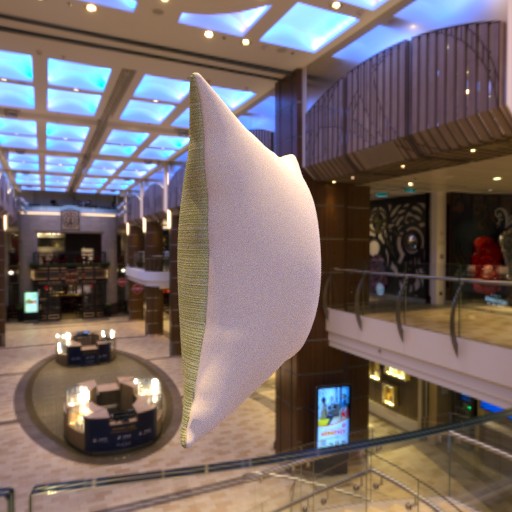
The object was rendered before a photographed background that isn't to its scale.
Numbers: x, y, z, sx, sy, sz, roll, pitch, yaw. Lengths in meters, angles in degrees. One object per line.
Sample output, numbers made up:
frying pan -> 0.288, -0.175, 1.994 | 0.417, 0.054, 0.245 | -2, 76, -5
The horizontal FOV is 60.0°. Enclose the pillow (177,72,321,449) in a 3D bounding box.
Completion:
pillow -> 0.000, 0.000, 0.819 | 0.229, 0.487, 0.560 | 0, 1, 18
